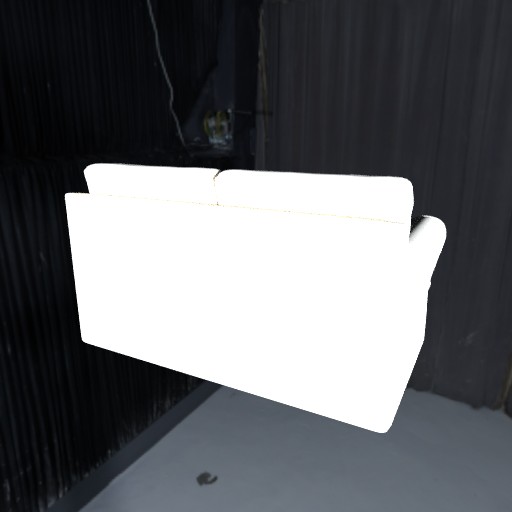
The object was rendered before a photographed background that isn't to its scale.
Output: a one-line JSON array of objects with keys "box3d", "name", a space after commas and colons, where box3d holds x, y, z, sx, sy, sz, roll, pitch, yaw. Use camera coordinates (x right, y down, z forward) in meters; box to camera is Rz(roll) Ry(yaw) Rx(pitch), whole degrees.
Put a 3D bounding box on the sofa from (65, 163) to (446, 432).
[{"box3d": [0.000, 0.000, 2.313, 1.727, 0.940, 0.991, 8, 18, 27], "name": "sofa"}]
